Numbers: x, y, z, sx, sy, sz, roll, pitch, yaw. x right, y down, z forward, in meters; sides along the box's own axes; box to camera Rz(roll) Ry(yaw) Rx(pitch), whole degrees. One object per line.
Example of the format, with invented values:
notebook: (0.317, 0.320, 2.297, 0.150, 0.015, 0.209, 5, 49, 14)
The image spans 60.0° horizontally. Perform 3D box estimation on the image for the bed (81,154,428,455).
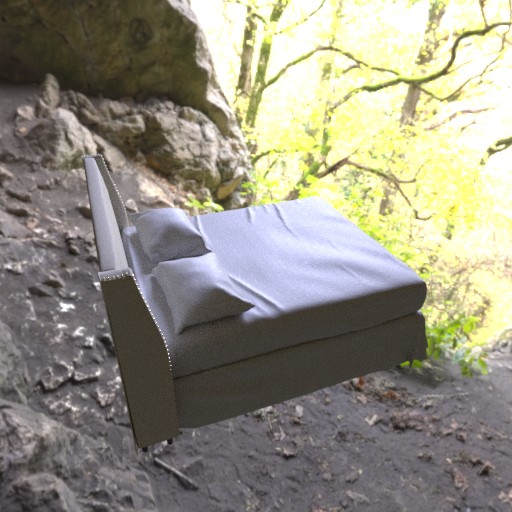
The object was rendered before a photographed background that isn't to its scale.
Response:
bed: (0.000, 0.000, 3.448, 2.276, 1.332, 1.925, -11, 33, -18)
